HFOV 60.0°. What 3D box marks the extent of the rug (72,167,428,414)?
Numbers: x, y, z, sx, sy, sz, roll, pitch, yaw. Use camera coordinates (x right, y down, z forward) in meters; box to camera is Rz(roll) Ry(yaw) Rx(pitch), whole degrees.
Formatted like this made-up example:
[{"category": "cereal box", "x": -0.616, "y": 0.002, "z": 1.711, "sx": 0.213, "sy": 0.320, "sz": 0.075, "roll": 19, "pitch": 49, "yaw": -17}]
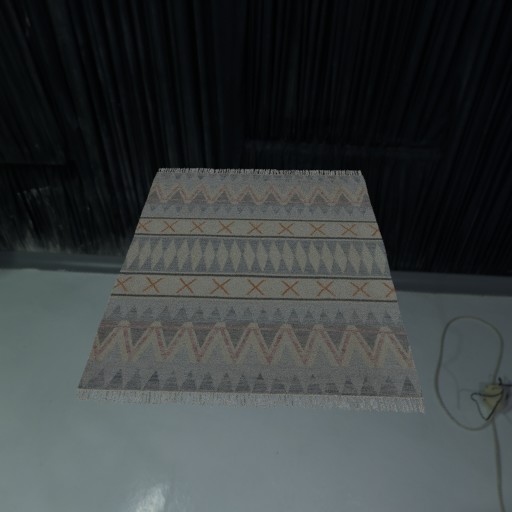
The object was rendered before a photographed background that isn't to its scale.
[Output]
[{"category": "rug", "x": 0.000, "y": 0.000, "z": 4.016, "sx": 2.371, "sy": 0.012, "sz": 3.000, "roll": 1, "pitch": 42, "yaw": 1}]
